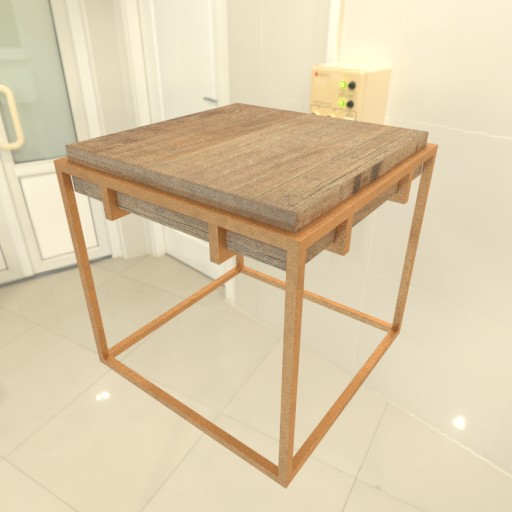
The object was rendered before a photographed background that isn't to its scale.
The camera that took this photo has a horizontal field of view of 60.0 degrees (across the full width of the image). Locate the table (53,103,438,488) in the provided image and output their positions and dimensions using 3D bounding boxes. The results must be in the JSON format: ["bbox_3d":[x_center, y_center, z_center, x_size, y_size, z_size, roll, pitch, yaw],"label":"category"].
[{"bbox_3d":[0.000,0.000,1.098,0.599,0.584,0.599,20,36,31],"label":"table"}]
